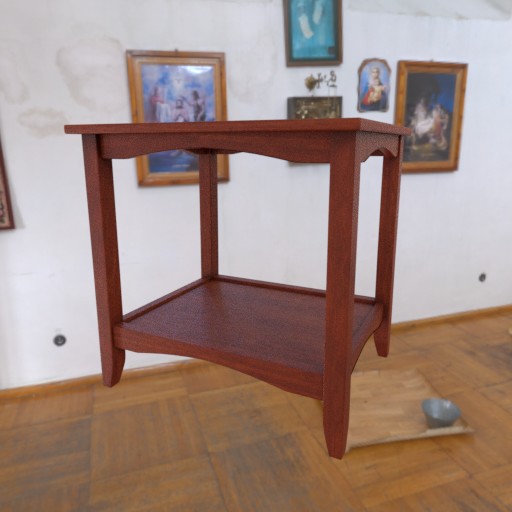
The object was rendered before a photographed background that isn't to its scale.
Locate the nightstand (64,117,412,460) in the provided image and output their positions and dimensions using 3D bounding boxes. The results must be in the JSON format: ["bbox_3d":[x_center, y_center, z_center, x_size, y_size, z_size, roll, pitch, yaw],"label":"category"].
[{"bbox_3d":[0.000,0.000,0.996,0.558,0.558,0.501,7,16,25],"label":"nightstand"}]
